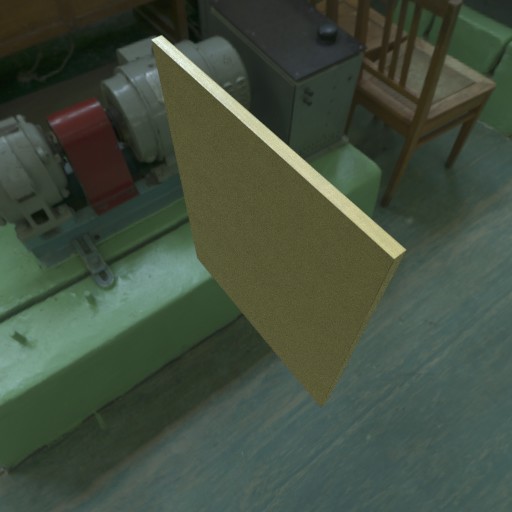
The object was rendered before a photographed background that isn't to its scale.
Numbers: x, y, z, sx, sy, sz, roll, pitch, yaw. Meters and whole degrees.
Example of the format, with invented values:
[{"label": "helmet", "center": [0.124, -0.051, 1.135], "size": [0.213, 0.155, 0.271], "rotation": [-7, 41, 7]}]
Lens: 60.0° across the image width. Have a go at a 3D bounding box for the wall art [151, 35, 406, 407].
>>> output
[{"label": "wall art", "center": [0.000, 0.000, 1.339], "size": [0.030, 1.002, 0.798], "rotation": [-33, 63, -19]}]
